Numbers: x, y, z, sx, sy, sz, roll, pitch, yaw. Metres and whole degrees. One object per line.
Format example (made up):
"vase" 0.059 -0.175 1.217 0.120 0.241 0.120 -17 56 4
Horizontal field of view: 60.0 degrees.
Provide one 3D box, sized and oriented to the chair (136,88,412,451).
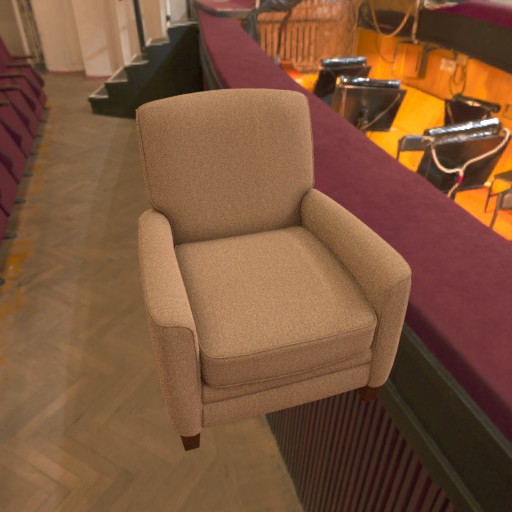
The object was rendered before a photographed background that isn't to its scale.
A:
"chair" 0.000 0.000 1.646 0.848 1.014 0.864 -10 35 -14
